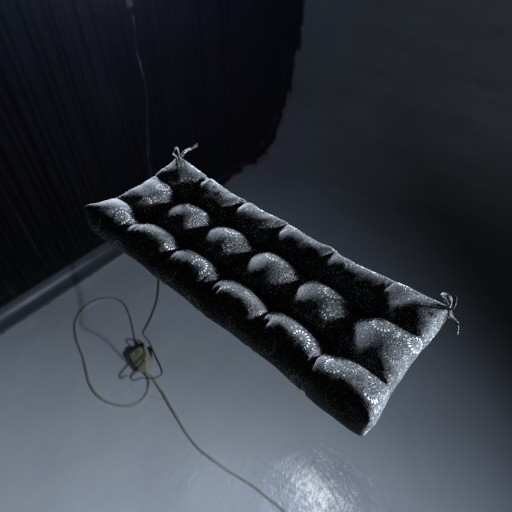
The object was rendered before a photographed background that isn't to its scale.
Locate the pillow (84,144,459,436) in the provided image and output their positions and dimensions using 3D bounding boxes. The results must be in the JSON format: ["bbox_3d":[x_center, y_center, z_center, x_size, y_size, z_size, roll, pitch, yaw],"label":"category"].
[{"bbox_3d":[0.000,0.000,1.387,1.194,0.174,0.511,33,54,27],"label":"pillow"}]
